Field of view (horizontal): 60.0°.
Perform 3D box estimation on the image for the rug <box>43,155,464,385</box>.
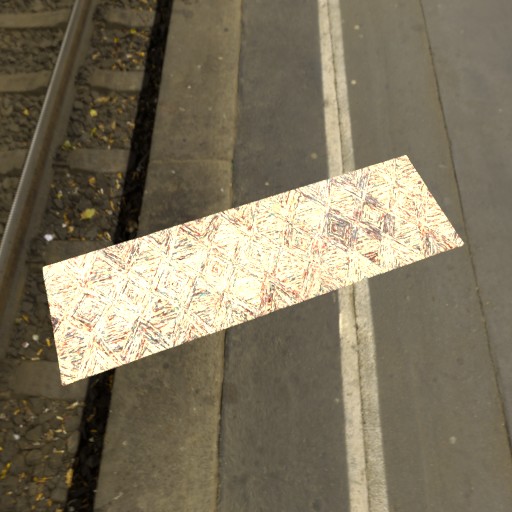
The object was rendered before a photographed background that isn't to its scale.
[{"bbox_3d":[0.000,0.000,2.505,2.292,0.015,0.688,-18,65,-9],"label":"rug"}]
